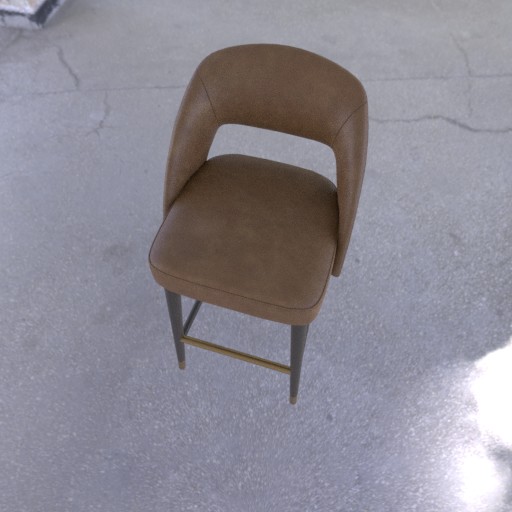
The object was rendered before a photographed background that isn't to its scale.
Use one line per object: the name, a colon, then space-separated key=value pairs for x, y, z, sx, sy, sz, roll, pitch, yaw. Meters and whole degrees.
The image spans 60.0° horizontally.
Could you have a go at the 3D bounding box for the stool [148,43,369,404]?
stool: x=0.000 y=0.000 z=1.313 sx=0.494 sy=1.037 sz=0.509 roll=15 pitch=59 yaw=9
